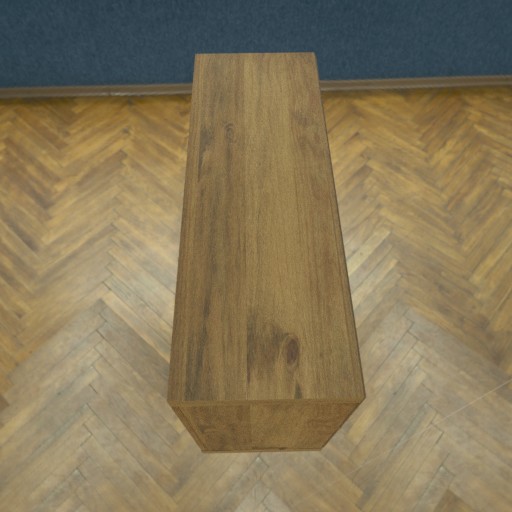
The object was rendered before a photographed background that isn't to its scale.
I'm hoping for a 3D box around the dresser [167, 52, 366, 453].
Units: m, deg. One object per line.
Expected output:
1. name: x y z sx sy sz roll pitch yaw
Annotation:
1. dresser: 0.000 0.000 1.666 0.479 0.825 1.261 -1 59 -1
